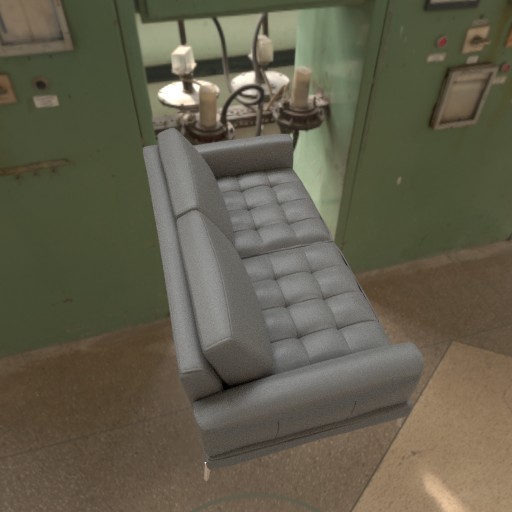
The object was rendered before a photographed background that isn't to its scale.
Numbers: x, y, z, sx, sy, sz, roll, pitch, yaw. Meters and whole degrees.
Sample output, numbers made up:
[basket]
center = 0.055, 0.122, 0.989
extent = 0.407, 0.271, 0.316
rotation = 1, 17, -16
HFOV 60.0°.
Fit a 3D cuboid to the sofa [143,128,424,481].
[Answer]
[sofa]
center = 0.000, 0.000, 2.729
extent = 1.121, 0.930, 2.177
rotation = -11, 47, -10
